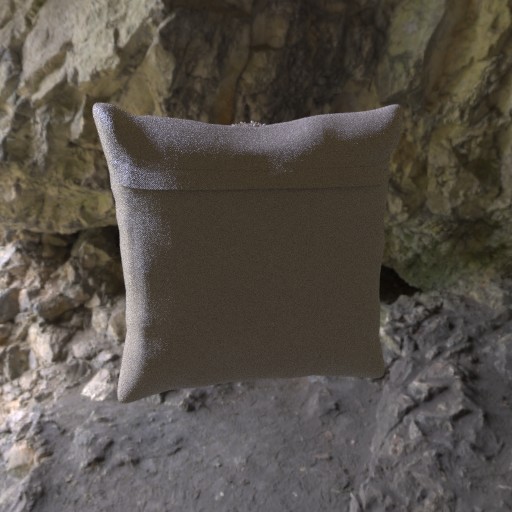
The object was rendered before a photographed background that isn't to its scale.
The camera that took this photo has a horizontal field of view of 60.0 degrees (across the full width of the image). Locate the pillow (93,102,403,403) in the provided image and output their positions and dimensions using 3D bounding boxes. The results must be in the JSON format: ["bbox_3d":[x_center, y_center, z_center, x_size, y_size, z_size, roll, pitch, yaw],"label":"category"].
[{"bbox_3d":[0.000,0.000,0.749,0.484,0.490,0.234,-3,15,-10],"label":"pillow"}]
